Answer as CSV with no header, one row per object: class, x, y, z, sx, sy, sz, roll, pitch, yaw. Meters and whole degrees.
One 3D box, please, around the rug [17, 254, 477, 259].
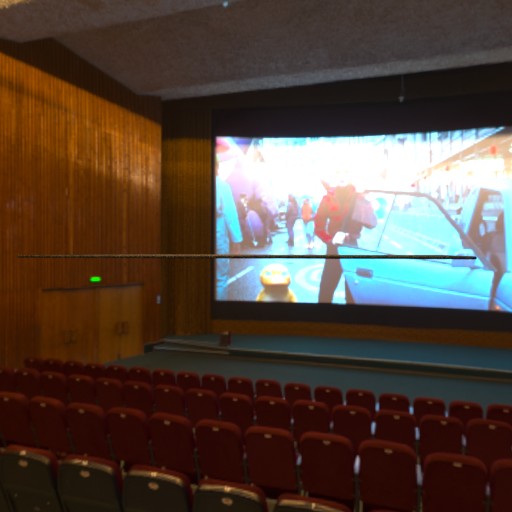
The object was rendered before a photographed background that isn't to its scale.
rug,0.000,0.000,2.128,1.754,0.010,1.139,0,0,18
